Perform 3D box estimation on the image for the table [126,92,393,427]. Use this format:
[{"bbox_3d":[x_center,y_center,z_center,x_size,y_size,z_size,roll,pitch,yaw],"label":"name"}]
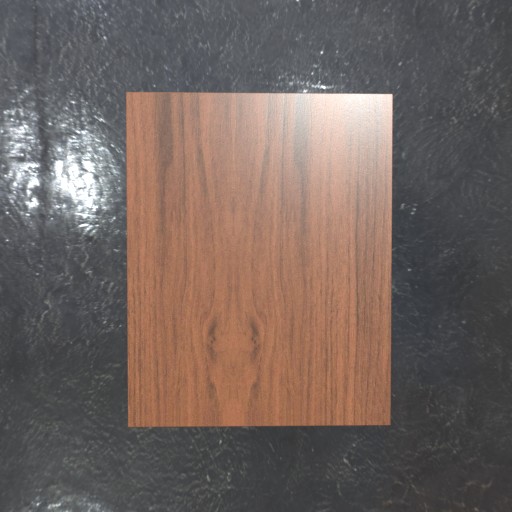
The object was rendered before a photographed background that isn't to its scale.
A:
[{"bbox_3d":[0.000,0.000,0.955,0.381,0.636,0.480,0,91,-1],"label":"table"}]
